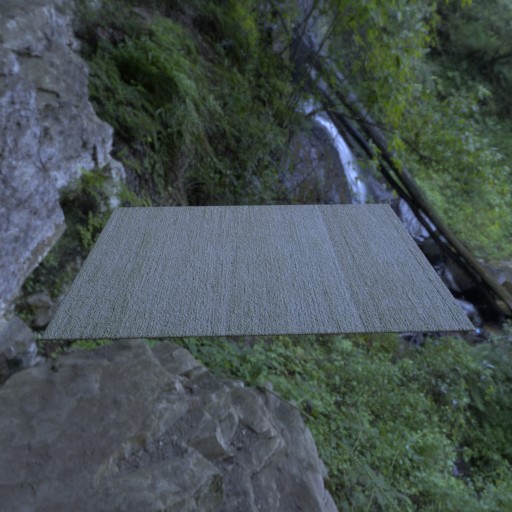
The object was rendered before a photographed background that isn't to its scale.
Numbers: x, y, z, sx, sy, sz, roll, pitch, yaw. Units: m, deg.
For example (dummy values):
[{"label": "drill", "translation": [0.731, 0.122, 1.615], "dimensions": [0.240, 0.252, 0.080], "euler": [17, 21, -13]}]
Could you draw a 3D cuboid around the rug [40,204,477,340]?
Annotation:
[{"label": "rug", "translation": [0.000, 0.000, 5.171], "dimensions": [3.935, 0.025, 2.782], "euler": [-1, 31, -2]}]
